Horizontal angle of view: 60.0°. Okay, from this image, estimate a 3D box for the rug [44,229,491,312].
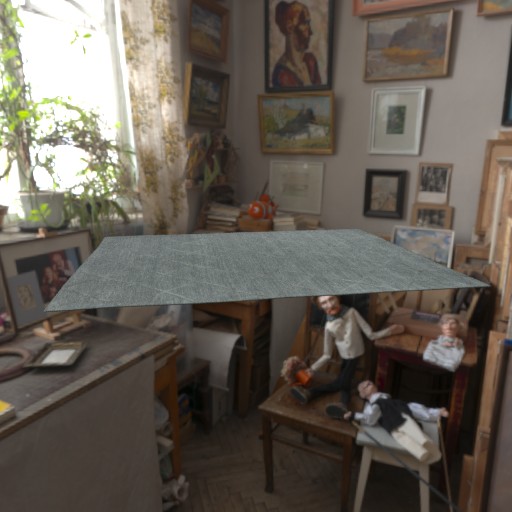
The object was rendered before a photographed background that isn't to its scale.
[{"bbox_3d":[0.000,0.000,4.085,3.048,0.013,2.438,-2,14,-10],"label":"rug"}]
